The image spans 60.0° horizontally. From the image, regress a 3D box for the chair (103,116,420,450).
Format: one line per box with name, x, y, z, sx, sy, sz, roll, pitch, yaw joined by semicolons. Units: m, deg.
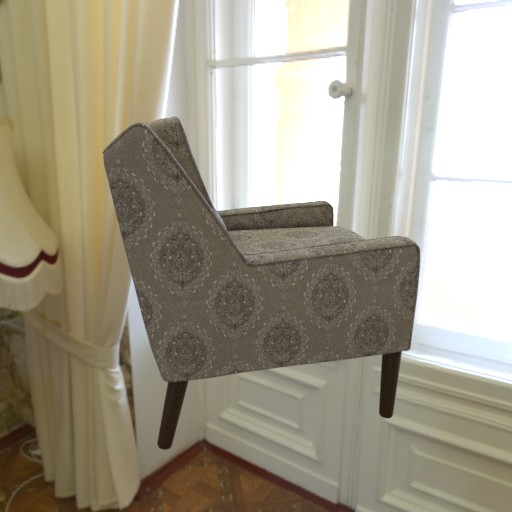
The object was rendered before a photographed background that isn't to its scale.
chair;0.000;0.000;1.332;0.750;0.797;0.665;-3;17;-12
